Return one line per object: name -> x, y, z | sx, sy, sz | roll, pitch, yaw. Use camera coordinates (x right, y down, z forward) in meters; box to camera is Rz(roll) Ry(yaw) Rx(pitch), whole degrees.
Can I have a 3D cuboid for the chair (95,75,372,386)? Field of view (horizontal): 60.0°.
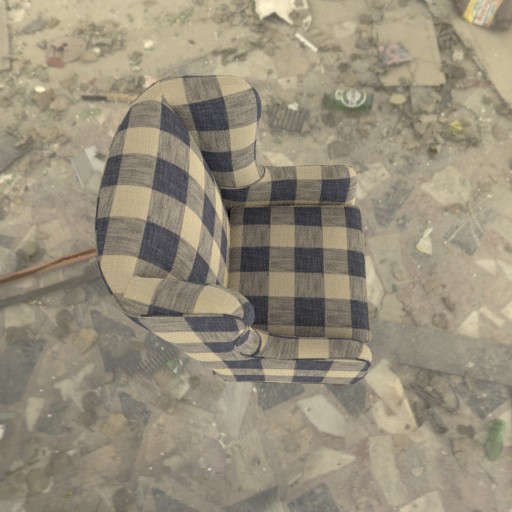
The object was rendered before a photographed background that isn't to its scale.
chair -> 0.000, 0.000, 1.710 | 0.889, 1.041, 0.830 | 2, 64, 1
